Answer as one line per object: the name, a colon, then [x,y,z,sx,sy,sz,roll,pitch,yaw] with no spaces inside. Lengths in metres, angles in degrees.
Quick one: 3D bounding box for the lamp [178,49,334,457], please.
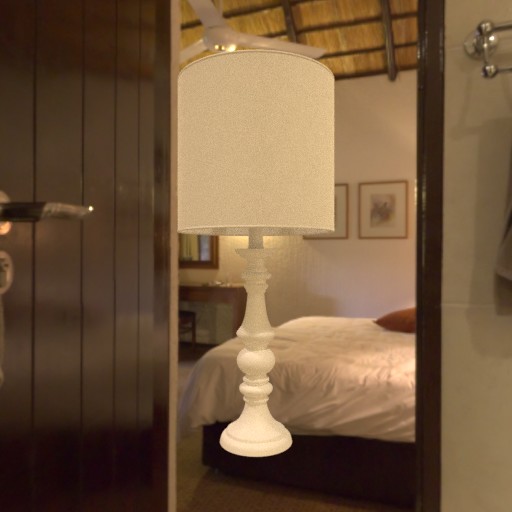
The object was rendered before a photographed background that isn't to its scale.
lamp: [0.000,0.000,0.717,0.250,0.597,0.250,0,0,-17]
